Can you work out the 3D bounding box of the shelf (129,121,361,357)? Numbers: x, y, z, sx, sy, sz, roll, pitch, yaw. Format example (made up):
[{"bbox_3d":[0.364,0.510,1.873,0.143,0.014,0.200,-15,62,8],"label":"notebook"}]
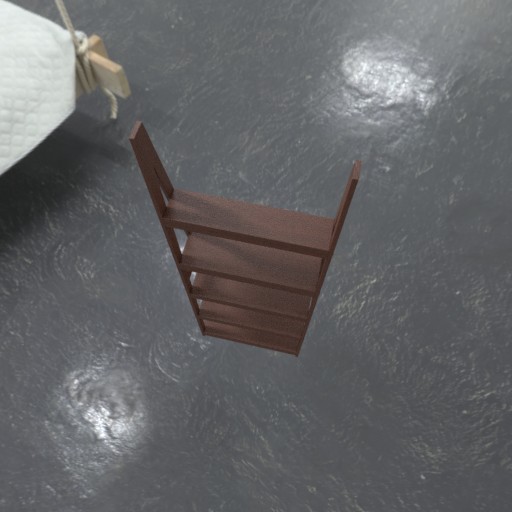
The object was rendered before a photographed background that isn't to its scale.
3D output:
[{"bbox_3d":[0.000,0.000,1.979,0.600,1.770,0.350,12,64,6],"label":"shelf"}]
